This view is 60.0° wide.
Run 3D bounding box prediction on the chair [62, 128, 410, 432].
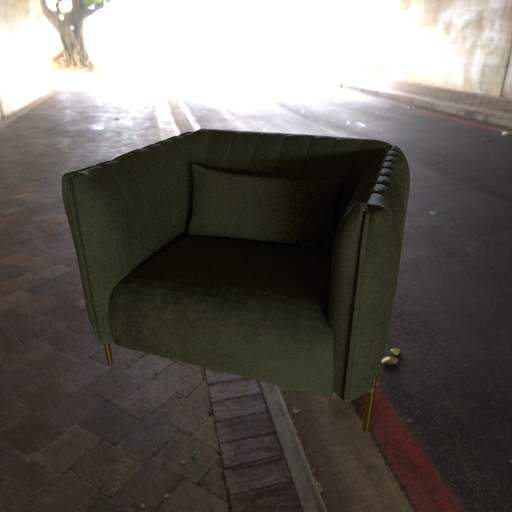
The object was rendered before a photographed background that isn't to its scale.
[{"bbox_3d":[0.000,0.000,1.683,1.032,0.794,0.877,9,27,18],"label":"chair"}]
